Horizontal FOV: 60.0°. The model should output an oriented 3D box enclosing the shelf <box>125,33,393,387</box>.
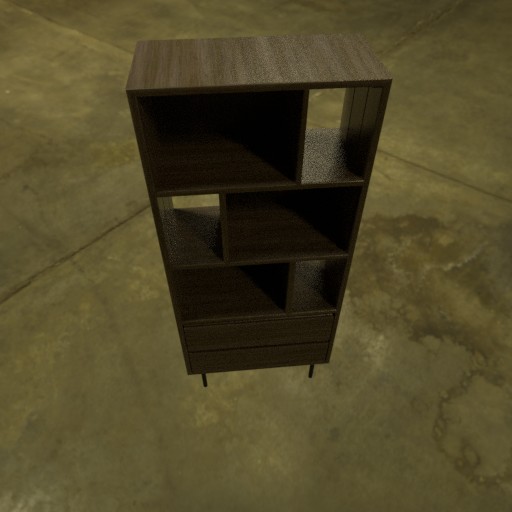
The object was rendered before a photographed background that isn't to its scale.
[{"bbox_3d":[0.000,0.000,1.763,0.670,1.545,0.323,-4,46,-4],"label":"shelf"}]
